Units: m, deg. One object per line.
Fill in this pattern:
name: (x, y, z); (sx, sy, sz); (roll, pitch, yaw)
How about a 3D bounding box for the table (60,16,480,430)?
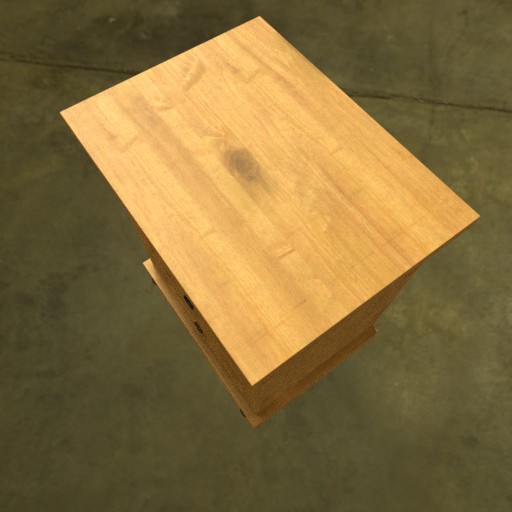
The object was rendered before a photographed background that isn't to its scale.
table: (0.000, 0.000, 1.199); (0.500, 0.813, 0.660); (-33, 68, -15)
